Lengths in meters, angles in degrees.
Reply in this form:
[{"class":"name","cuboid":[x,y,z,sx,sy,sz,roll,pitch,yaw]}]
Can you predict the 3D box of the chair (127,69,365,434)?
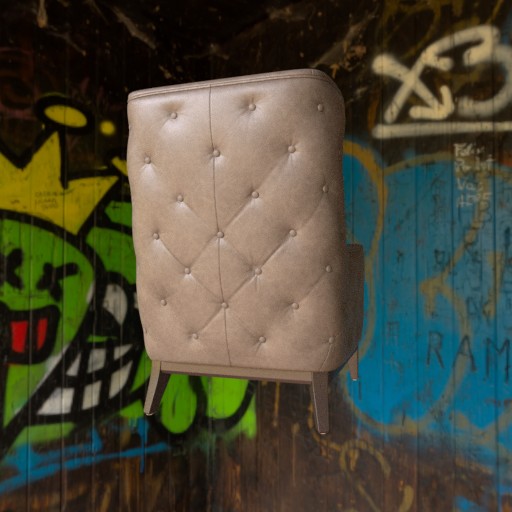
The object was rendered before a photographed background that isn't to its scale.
[{"class":"chair","cuboid":[0.000,0.000,1.686,0.769,1.079,0.899,0,-1,17]}]
